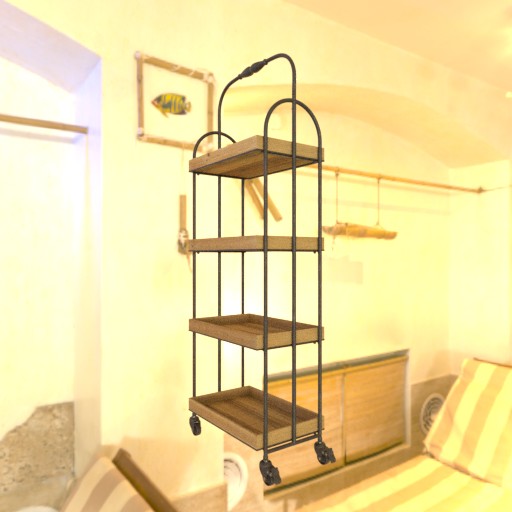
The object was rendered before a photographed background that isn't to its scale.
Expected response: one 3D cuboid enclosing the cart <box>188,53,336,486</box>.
[{"bbox_3d":[0.000,0.000,1.702,0.308,1.481,0.581,0,0,-36],"label":"cart"}]
